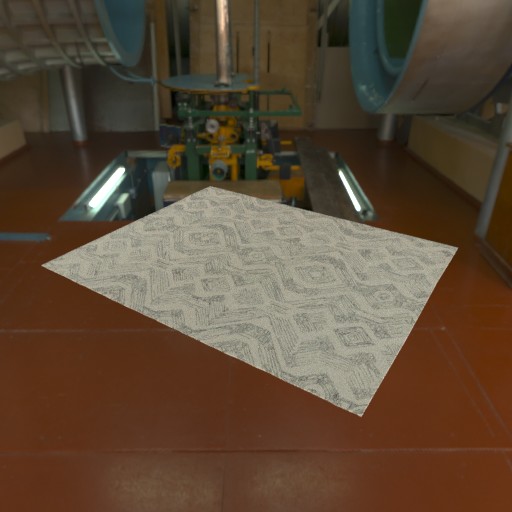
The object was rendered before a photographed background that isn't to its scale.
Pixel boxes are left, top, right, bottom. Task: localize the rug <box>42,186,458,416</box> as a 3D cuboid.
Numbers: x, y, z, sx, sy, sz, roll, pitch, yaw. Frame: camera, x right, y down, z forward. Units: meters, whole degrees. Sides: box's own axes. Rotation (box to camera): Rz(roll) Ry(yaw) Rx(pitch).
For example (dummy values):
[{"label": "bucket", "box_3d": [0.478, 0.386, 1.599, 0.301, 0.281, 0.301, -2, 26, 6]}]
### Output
[{"label": "rug", "box_3d": [0.000, 0.000, 4.113, 3.054, 0.030, 2.430, 18, 34, 29]}]
